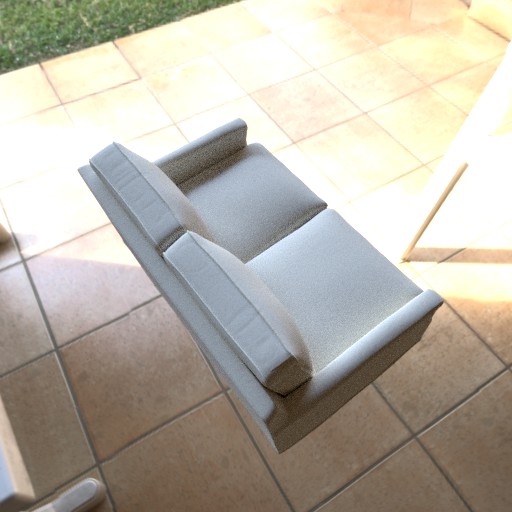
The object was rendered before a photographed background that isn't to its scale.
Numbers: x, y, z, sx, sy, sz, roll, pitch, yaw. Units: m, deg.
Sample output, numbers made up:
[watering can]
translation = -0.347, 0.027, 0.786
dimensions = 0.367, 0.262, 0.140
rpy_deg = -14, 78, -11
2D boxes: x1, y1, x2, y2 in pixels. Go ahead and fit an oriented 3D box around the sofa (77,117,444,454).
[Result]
[sofa]
translation = 0.000, 0.000, 2.289
dimensions = 1.084, 1.003, 1.597
rpy_deg = -32, 62, -20
